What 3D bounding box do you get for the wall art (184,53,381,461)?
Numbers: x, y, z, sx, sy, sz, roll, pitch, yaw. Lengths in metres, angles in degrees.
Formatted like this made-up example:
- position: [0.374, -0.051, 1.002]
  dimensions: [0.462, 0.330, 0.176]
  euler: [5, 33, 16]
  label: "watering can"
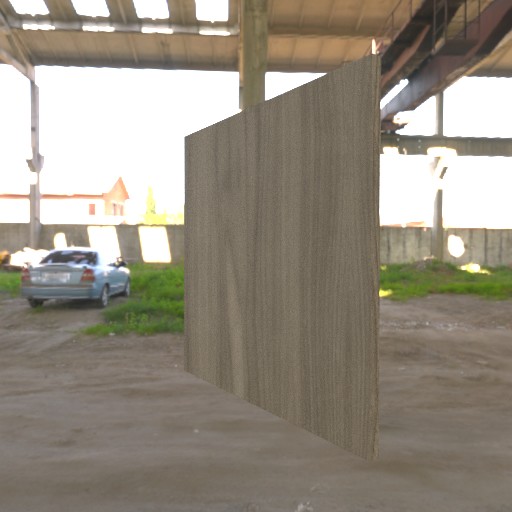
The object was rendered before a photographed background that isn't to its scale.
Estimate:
- position: [0.000, 0.000, 0.760]
  dimensions: [0.016, 0.507, 0.508]
  euler: [-1, 1, -36]
  label: "wall art"
